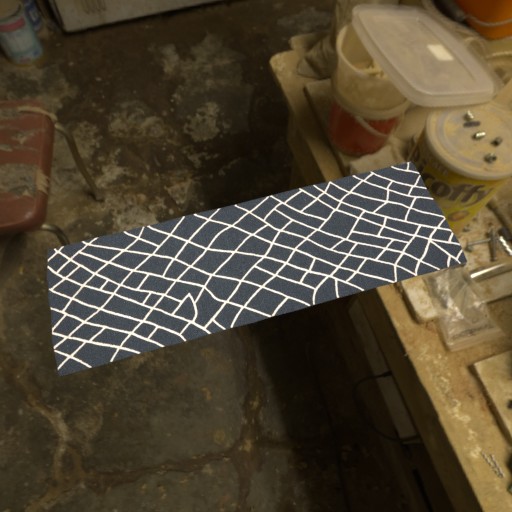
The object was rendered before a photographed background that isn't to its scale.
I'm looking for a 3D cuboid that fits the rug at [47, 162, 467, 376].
[{"bbox_3d":[0.000,0.000,2.707,2.476,0.010,0.807,-15,64,-7],"label":"rug"}]
